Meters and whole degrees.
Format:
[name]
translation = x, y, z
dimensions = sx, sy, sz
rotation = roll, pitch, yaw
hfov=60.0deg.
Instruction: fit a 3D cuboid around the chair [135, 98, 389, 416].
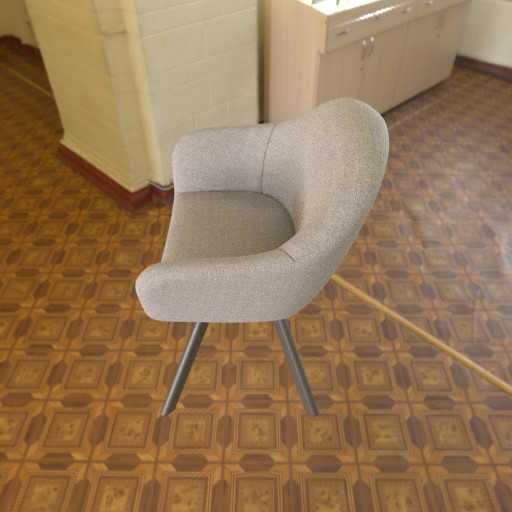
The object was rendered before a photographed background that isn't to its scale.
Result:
[chair]
translation = 0.000, 0.000, 1.189
dimensions = 0.550, 0.795, 0.590
rotation = 0, 42, 0
